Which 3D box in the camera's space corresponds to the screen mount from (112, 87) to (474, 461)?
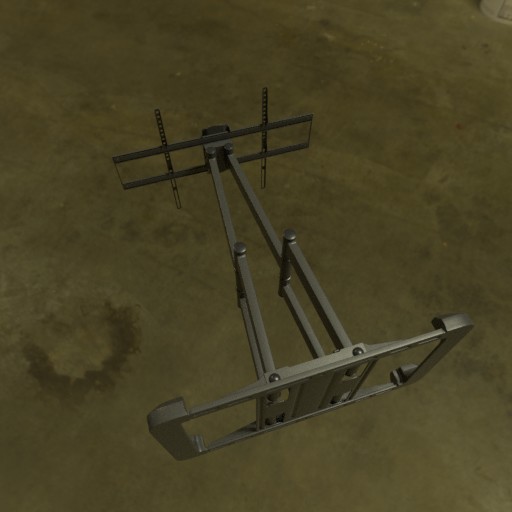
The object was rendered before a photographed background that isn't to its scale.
[{"bbox_3d":[0.000,0.000,1.328,0.725,0.483,0.905,-15,58,-9],"label":"screen mount"}]
